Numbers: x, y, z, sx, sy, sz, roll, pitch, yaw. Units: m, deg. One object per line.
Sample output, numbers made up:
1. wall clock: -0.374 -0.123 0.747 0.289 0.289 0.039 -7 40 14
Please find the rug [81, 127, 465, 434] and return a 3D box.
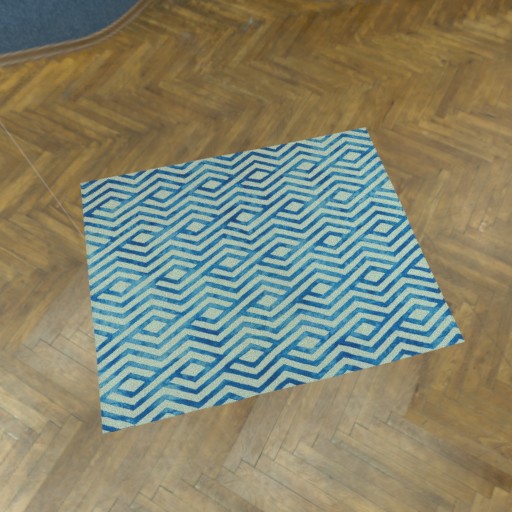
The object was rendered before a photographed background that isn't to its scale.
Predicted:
1. rug: 0.000 0.000 4.130 3.059 0.008 2.453 -13 64 -6
